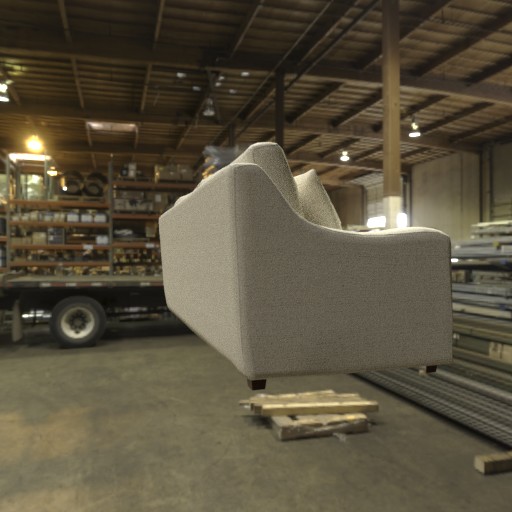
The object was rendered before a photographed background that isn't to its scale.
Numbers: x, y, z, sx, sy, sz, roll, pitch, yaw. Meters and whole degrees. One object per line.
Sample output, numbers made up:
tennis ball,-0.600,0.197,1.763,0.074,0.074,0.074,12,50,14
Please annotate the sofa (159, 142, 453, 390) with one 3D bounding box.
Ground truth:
sofa,0.000,0.000,2.908,1.009,1.022,2.470,0,0,-18
